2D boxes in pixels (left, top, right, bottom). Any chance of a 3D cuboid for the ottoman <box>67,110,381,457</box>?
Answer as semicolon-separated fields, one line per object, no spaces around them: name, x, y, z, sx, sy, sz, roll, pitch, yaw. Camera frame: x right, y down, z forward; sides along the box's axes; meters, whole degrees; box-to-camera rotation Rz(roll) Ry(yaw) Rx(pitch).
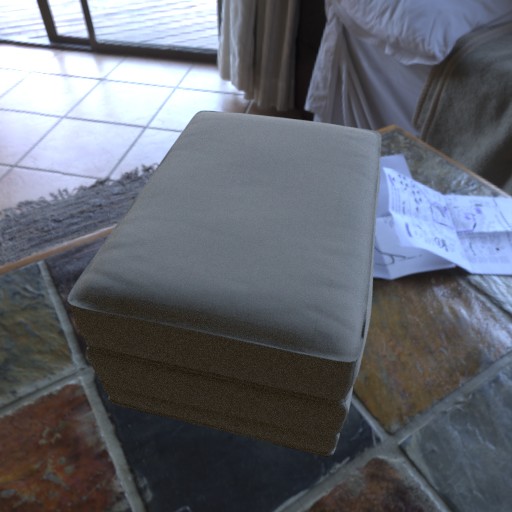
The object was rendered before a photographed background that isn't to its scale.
ottoman;0.000;0.000;1.232;0.611;0.482;0.848;10;46;10
